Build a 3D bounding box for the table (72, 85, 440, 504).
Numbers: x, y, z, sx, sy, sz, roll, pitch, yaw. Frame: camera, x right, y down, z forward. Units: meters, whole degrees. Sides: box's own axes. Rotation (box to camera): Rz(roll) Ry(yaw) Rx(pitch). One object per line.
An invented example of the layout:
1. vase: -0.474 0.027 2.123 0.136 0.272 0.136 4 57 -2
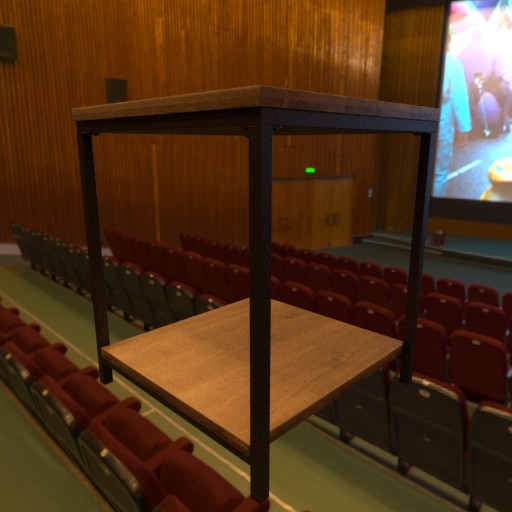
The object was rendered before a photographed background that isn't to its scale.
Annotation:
1. table: 0.000 0.000 0.932 0.507 0.589 0.503 14 19 43
